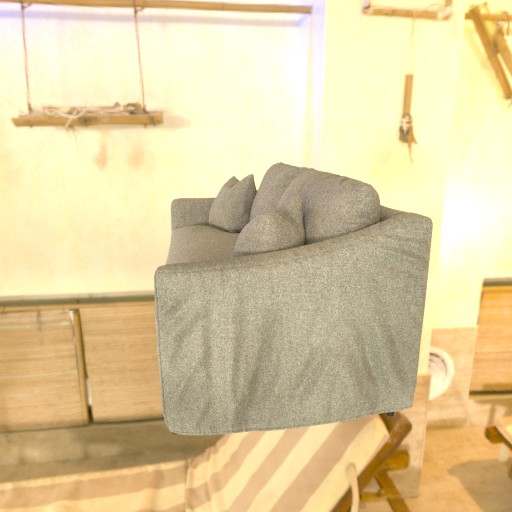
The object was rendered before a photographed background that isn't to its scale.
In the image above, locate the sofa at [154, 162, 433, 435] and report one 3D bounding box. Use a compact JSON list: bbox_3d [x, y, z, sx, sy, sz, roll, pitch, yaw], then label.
[{"bbox_3d":[0.000,0.000,2.606,1.072,1.018,2.010,-2,14,-8],"label":"sofa"}]
